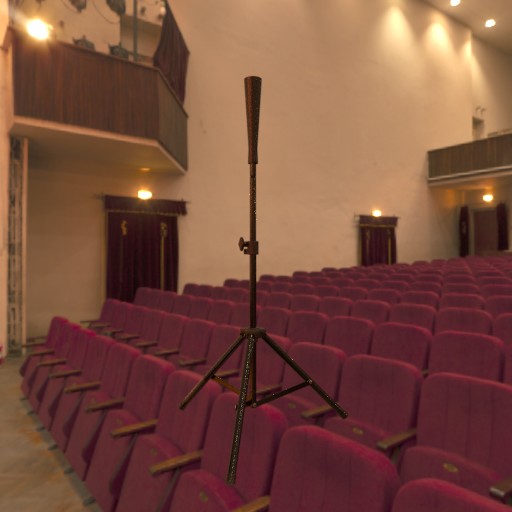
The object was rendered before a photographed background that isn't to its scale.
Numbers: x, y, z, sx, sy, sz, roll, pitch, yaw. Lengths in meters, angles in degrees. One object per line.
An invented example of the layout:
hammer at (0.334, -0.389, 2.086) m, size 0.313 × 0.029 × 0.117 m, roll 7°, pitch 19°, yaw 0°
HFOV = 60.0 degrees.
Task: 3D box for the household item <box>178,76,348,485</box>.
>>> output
household item at (0.000, 0.000, 1.396) m, size 0.559 × 1.067 × 0.559 m, roll 0°, pitch 0°, yaw -36°
